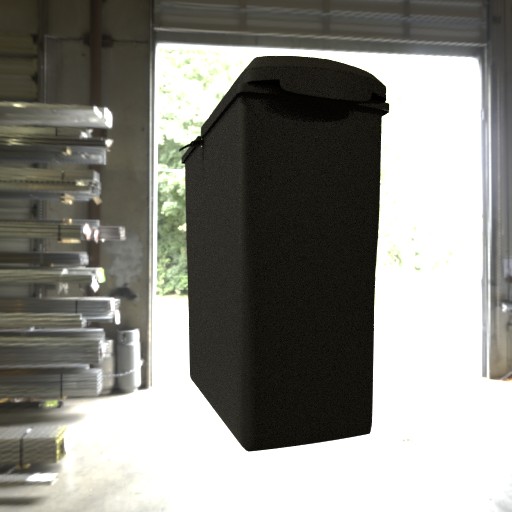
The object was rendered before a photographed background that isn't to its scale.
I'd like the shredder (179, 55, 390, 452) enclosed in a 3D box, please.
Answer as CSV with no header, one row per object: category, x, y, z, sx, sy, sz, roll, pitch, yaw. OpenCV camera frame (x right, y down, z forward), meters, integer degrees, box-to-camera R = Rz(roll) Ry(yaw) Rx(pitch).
shredder,0.000,0.000,0.505,0.170,0.335,0.320,0,-1,-19
